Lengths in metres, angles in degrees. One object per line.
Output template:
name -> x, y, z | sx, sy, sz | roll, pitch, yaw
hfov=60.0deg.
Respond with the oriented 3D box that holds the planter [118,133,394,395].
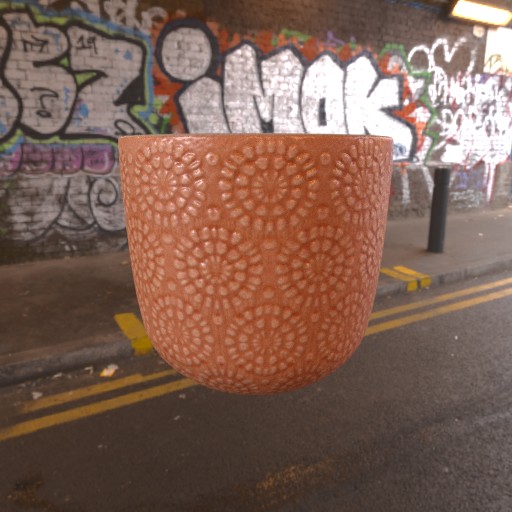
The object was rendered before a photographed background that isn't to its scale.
planter -> 0.000, 0.000, 0.370 | 0.208, 0.190, 0.208 | 0, 13, 0
